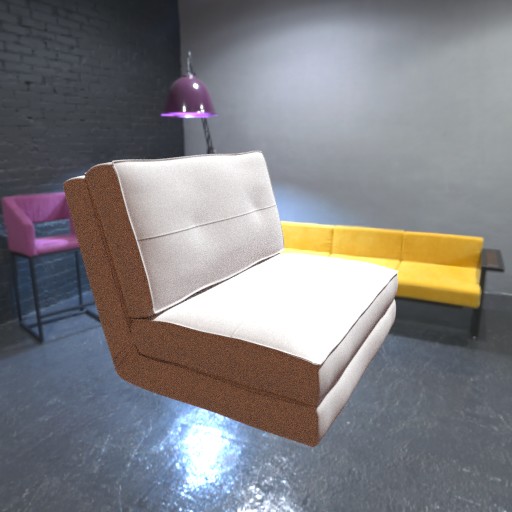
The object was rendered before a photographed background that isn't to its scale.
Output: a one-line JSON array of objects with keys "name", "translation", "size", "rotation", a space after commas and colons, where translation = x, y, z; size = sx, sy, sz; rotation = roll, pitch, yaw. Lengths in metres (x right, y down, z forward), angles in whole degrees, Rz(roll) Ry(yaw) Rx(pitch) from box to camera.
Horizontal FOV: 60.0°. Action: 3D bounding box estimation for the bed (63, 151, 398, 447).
[{"name": "bed", "translation": [0.000, 0.000, 1.373], "size": [0.749, 0.614, 0.799], "rotation": [8, 17, 28]}]
